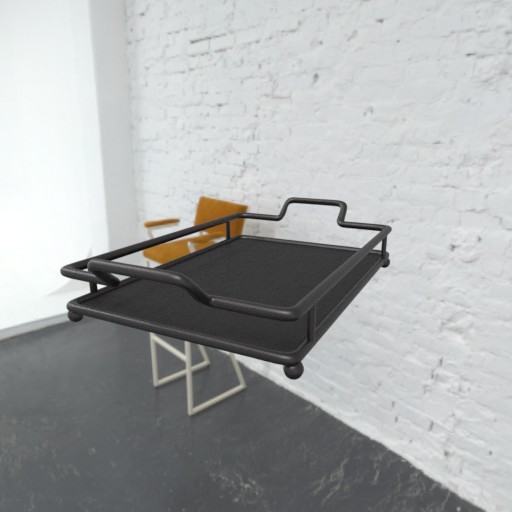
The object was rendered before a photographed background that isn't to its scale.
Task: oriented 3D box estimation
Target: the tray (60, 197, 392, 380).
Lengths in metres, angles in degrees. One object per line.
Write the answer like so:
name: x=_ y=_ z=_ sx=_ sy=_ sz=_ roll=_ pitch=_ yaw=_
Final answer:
tray: x=0.000 y=0.000 z=0.622 sx=0.297 sy=0.101 sz=0.495 roll=8 pitch=17 yaw=26
